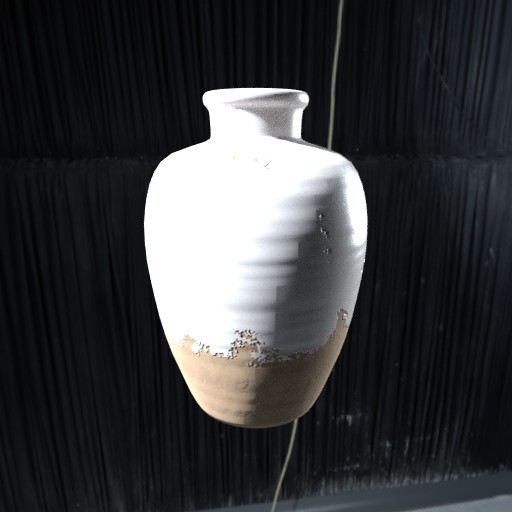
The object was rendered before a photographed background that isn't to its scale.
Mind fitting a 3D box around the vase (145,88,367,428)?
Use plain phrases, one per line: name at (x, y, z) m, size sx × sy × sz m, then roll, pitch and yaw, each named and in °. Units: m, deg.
vase at (0.000, 0.000, 0.330) m, size 0.158 × 0.228 × 0.158 m, roll 0°, pitch 16°, yaw 0°
